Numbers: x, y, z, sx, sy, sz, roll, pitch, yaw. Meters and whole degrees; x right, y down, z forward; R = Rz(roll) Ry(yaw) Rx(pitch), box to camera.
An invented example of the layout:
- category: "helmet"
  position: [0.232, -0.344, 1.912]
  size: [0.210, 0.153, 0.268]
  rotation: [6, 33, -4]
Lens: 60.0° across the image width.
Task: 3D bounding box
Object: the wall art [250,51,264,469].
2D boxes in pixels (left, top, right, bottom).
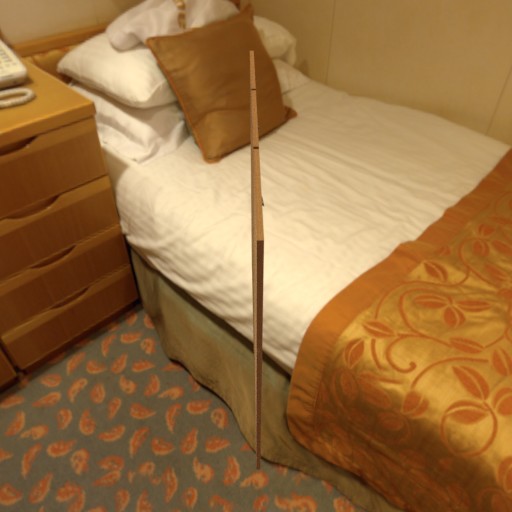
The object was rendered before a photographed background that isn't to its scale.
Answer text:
- category: "wall art"
  position: [0.000, 0.000, 1.366]
  size: [0.018, 0.913, 0.915]
  rotation: [-1, 43, -1]
